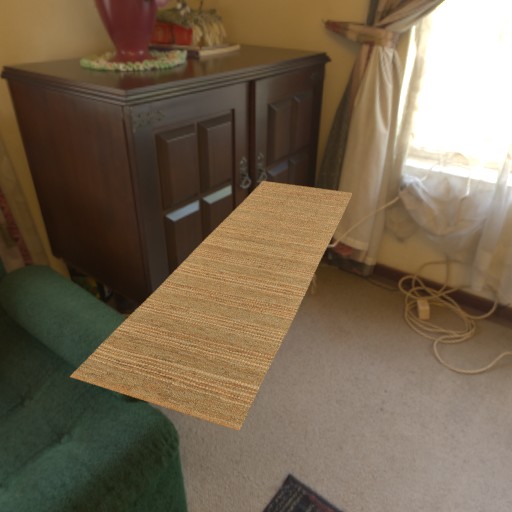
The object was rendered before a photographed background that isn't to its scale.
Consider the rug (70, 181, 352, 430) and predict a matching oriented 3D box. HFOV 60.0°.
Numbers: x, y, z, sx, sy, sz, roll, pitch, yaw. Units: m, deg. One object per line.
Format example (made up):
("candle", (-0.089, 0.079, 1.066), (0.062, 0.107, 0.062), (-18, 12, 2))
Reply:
("rug", (0.000, 0.000, 2.748), (0.783, 0.006, 2.438), (11, 32, 17))
